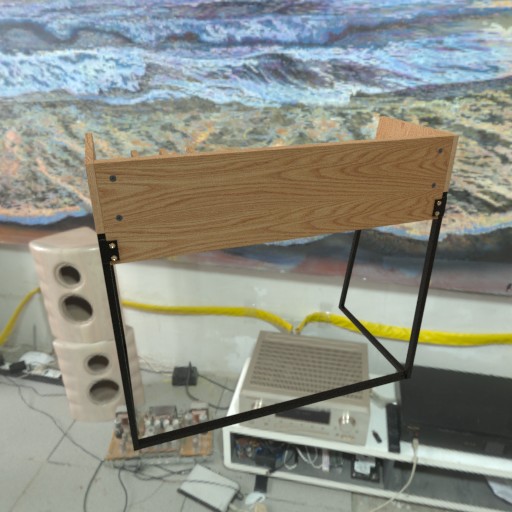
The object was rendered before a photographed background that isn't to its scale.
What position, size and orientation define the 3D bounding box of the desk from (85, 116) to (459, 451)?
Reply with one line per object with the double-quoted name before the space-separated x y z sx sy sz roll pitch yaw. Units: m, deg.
"desk" 0.000 0.000 1.868 1.191 1.061 0.769 -9 27 -17
